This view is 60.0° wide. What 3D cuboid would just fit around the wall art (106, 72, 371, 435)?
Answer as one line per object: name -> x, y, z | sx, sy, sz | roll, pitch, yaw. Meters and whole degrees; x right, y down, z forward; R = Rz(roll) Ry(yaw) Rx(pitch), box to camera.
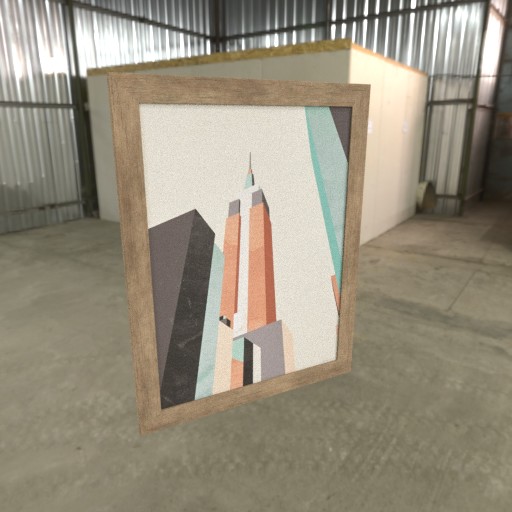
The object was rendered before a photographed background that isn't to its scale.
wall art -> 0.000, 0.000, 0.924 | 0.534, 0.686, 0.018 | -8, 19, -26
